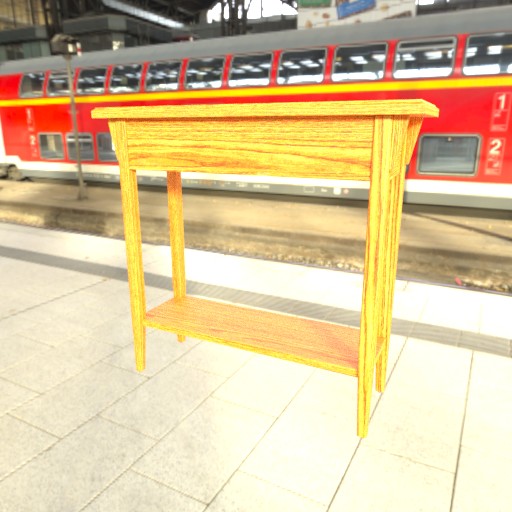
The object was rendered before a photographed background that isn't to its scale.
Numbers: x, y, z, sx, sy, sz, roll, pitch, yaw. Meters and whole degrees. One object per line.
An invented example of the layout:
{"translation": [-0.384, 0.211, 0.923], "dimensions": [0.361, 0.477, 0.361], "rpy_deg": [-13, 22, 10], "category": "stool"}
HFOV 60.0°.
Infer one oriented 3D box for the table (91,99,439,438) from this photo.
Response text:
{"translation": [0.000, 0.000, 1.112], "dimensions": [0.762, 0.711, 0.254], "rpy_deg": [8, 18, 25], "category": "table"}
